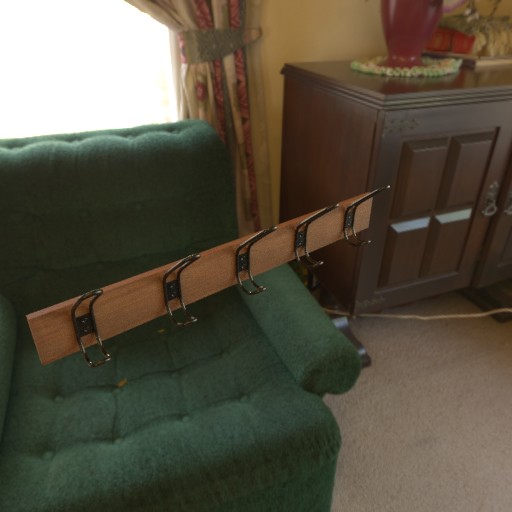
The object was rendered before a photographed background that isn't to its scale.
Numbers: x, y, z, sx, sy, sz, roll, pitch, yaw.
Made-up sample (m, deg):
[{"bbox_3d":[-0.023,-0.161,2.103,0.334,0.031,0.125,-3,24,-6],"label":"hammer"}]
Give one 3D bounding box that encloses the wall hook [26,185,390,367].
[{"bbox_3d":[0.000,0.000,0.592,0.554,0.116,0.076,-22,36,-33],"label":"wall hook"}]
